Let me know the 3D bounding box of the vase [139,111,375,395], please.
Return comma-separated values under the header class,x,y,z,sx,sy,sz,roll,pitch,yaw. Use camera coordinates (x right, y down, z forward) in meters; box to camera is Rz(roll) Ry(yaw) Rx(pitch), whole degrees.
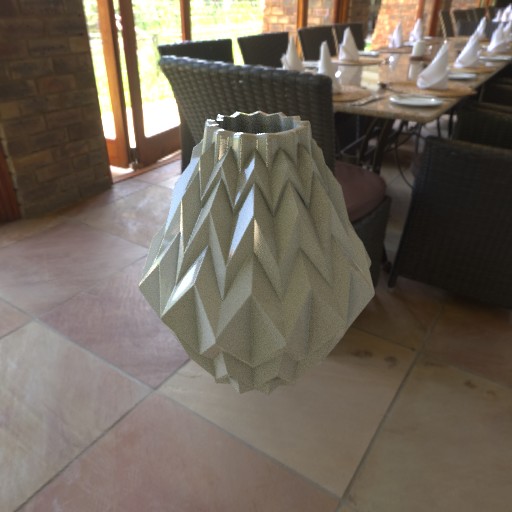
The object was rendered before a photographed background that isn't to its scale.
class,x,y,z,sx,sy,sz,roll,pitch,yaw
vase,0.000,0.000,0.311,0.164,0.185,0.164,0,30,0
